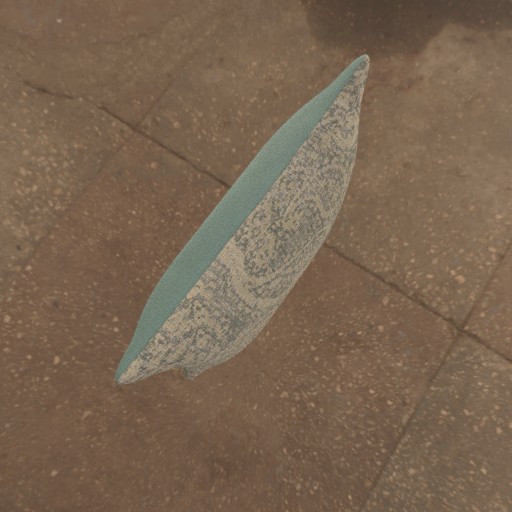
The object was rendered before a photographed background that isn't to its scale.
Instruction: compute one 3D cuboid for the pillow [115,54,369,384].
[{"bbox_3d":[0.000,0.000,0.786,0.166,0.507,0.526,35,79,8],"label":"pillow"}]
